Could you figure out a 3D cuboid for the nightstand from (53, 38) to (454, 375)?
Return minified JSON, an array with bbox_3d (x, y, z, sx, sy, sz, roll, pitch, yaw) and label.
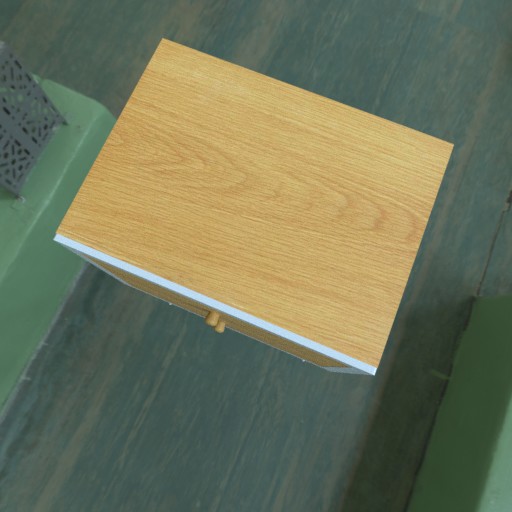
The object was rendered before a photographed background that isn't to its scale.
[{"bbox_3d":[0.000,0.000,0.825,0.400,0.601,0.316,22,77,5],"label":"nightstand"}]
